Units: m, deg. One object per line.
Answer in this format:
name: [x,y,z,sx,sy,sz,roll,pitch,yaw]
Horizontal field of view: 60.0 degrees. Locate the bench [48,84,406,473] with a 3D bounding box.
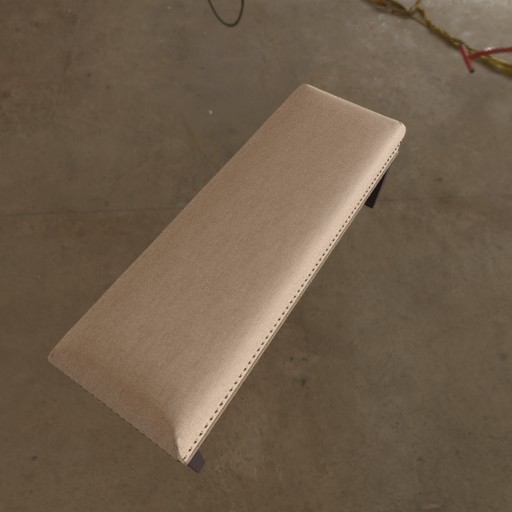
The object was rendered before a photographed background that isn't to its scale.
bench: [0.000,0.000,1.418,0.410,0.457,1.219,29,63,17]
